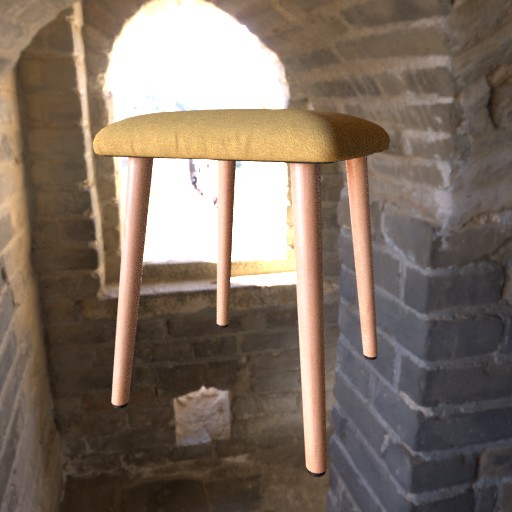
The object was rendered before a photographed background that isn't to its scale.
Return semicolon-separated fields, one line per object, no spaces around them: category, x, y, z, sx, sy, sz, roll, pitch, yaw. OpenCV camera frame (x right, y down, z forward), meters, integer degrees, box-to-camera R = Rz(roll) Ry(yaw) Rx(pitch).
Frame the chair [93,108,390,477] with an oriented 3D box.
chair;0.000;0.000;0.701;0.350;0.440;0.350;8;18;25
